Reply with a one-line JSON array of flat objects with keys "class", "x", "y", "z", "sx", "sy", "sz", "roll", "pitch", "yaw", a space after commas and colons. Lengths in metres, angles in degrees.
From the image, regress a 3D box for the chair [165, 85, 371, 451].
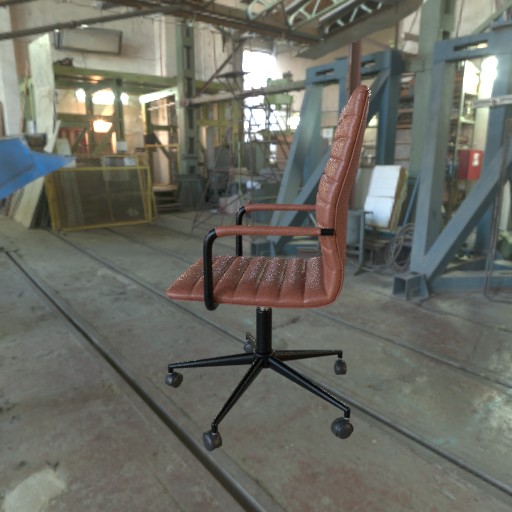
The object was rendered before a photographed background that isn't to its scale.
[{"class": "chair", "x": 0.000, "y": 0.000, "z": 1.276, "sx": 0.578, "sy": 0.878, "sz": 0.600, "roll": 2, "pitch": 13, "yaw": 7}]
